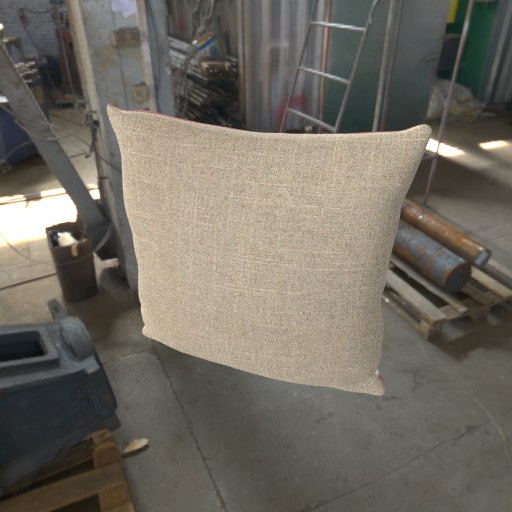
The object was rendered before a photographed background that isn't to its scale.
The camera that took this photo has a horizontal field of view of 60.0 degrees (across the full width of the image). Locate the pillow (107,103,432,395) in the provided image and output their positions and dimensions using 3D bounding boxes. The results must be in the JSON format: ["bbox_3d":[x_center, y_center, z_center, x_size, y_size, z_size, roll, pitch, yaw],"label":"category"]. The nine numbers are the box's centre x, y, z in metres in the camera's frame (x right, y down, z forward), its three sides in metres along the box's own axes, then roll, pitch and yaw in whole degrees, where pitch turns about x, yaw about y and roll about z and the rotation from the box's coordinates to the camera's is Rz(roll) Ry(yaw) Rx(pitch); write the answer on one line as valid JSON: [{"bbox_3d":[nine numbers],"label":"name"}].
[{"bbox_3d":[0.000,0.000,0.665,0.439,0.427,0.182,10,33,16],"label":"pillow"}]
